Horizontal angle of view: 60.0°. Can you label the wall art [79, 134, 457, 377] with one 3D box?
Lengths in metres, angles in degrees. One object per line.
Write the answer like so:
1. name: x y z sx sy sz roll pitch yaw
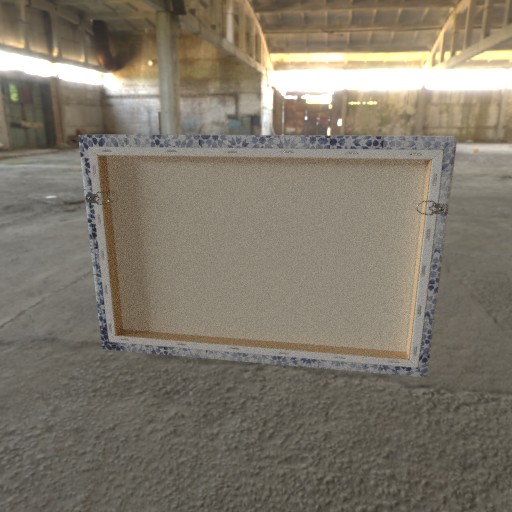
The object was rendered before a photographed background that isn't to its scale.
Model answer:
1. wall art: 0.000 0.000 0.773 0.608 0.406 0.030 3 17 9
